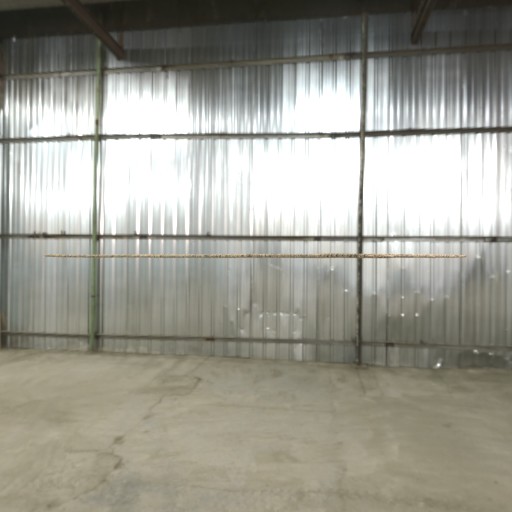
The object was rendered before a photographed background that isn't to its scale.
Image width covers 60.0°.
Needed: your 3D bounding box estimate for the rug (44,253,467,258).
[{"bbox_3d":[0.000,0.000,4.200,3.199,0.036,2.414,0,0,37],"label":"rug"}]
